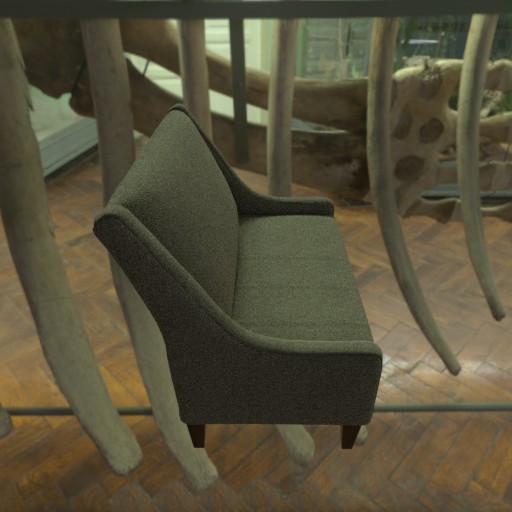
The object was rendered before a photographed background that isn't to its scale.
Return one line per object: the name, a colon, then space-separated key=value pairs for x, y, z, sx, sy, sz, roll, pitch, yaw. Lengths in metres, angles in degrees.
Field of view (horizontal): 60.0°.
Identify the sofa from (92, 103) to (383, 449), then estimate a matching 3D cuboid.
sofa: x=0.000 y=0.000 z=1.932 sx=0.870 sy=1.021 sz=1.242 roll=0 pitch=32 yaw=0
